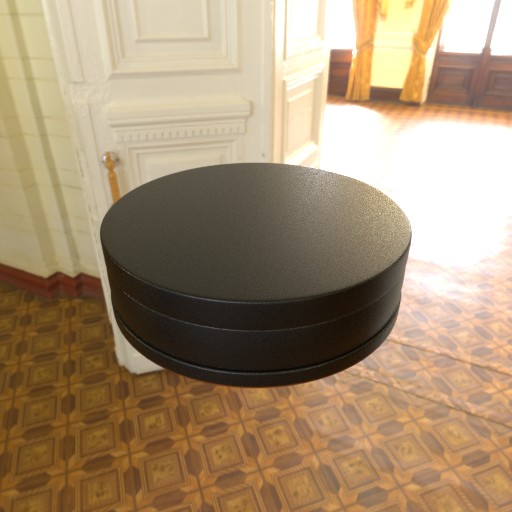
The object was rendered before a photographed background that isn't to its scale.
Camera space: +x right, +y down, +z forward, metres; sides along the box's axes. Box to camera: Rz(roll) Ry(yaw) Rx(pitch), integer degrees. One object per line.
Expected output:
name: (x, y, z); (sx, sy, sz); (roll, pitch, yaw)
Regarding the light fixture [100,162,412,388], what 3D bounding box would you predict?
light fixture: (0.000, 0.000, 0.439); (0.283, 0.097, 0.283); (0, 31, 0)
